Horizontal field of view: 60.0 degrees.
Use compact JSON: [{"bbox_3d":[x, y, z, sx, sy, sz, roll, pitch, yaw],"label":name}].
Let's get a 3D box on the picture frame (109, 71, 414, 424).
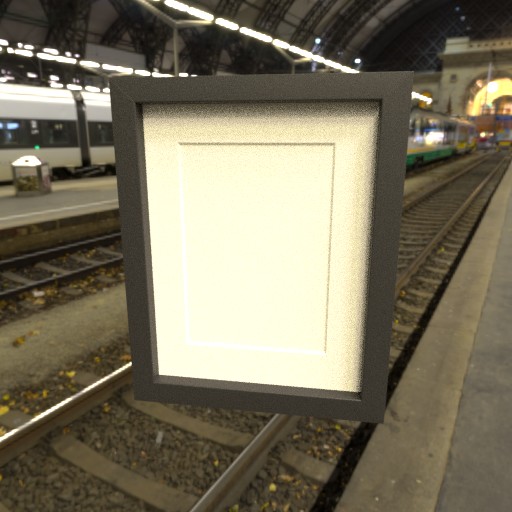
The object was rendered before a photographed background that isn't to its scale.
[{"bbox_3d":[0.000,0.000,0.506,0.307,0.383,0.036,2,15,9],"label":"picture frame"}]
